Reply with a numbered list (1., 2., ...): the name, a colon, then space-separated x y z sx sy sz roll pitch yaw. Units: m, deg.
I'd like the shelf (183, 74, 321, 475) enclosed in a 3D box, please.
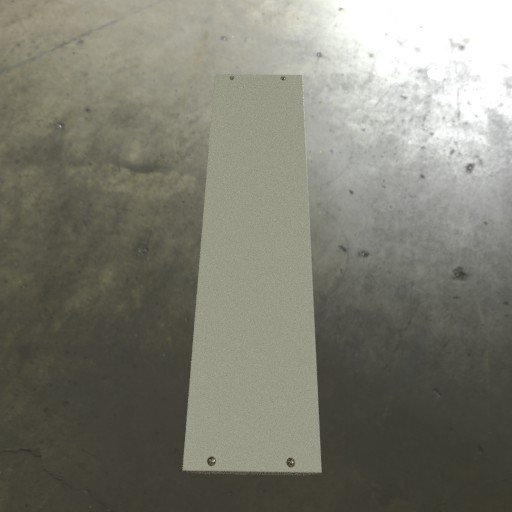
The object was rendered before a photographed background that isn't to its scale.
1. shelf: 0.000 0.000 0.692 0.150 0.170 0.610 1 63 0
